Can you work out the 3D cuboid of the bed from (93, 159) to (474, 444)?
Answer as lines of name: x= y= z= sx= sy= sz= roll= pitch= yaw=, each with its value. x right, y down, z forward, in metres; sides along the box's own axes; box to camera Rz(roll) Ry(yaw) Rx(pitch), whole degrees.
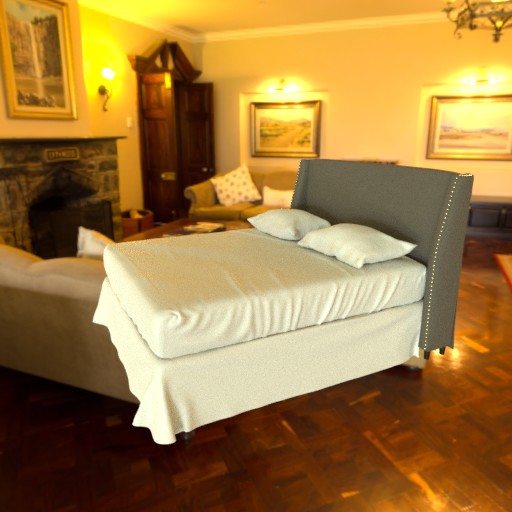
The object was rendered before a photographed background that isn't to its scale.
bed: x=0.000 y=0.000 z=3.386 sx=2.276 sy=1.332 sz=1.925 roll=-8 pitch=17 yaw=-26
